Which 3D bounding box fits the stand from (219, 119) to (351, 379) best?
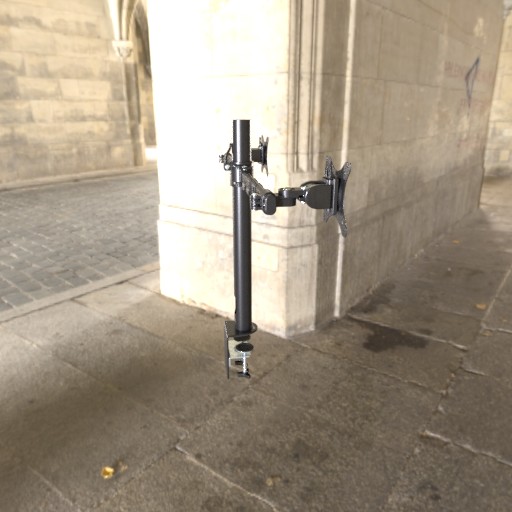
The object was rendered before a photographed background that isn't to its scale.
[{"bbox_3d":[0.000,0.000,1.025,0.150,0.603,0.743,-3,18,-8],"label":"stand"}]
